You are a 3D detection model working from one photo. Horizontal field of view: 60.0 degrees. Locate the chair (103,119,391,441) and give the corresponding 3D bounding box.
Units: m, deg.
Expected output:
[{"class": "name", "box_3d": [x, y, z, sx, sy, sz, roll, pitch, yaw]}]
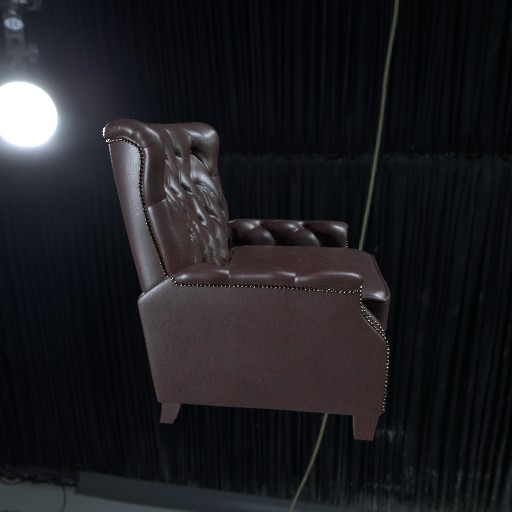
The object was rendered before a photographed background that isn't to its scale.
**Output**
[{"class": "chair", "box_3d": [0.000, 0.000, 1.476, 0.823, 0.864, 0.709, 2, 16, 7]}]
